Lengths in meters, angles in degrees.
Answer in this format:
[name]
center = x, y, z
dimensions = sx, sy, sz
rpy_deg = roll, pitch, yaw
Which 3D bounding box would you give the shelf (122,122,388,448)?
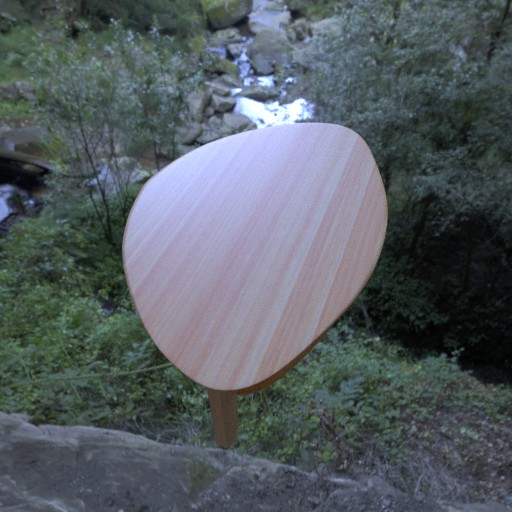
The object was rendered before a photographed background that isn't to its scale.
[shelf]
center = 0.000, 0.000, 1.639
dimensions = 0.845, 0.440, 1.246
rpy_deg = 16, 50, 14
